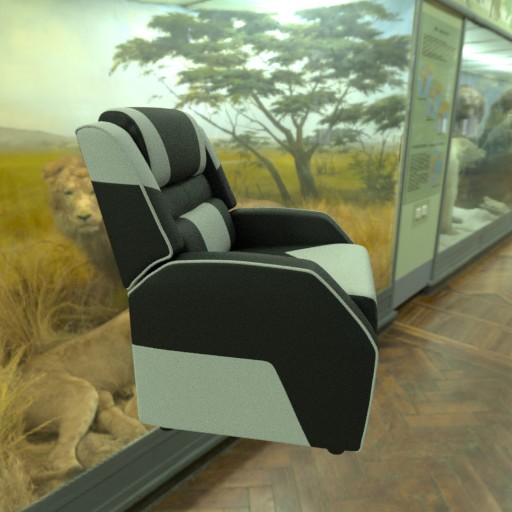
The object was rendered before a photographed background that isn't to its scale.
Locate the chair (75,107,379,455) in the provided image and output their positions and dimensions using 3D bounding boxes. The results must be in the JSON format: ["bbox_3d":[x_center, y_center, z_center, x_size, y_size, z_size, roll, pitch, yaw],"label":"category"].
[{"bbox_3d":[0.000,0.000,1.262,0.672,0.805,0.620,3,18,11],"label":"chair"}]
